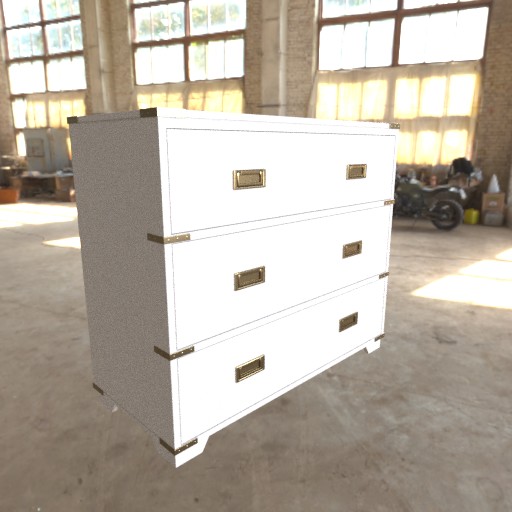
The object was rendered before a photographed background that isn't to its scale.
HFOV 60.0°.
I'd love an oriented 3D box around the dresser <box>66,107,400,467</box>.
[{"bbox_3d":[0.000,0.000,1.525,1.022,0.891,0.460,-13,19,-43],"label":"dresser"}]
